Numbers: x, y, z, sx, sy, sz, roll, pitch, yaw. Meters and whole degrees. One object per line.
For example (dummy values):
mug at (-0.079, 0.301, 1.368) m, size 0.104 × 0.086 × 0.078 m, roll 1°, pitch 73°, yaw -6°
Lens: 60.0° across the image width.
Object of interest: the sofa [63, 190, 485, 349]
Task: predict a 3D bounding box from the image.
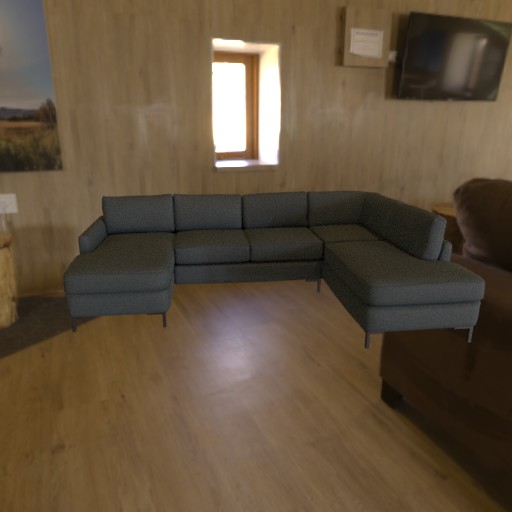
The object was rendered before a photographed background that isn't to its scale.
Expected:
sofa at (0.000, 0.000, 3.782) m, size 2.975 × 0.858 × 1.984 m, roll -2°, pitch 17°, yaw -7°
